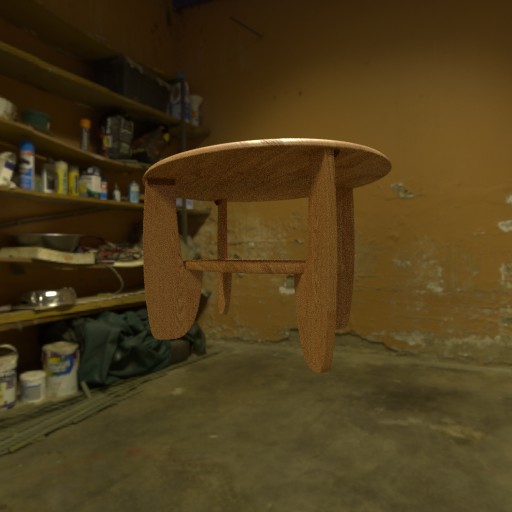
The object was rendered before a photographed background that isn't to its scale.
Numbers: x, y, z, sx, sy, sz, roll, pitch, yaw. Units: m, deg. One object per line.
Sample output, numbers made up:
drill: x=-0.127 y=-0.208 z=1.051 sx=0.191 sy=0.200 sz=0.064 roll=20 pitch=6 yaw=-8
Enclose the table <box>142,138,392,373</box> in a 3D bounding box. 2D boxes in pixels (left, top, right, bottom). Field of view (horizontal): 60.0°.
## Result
table: x=0.000 y=0.000 z=1.392 sx=0.690 sy=0.490 sz=1.040 roll=0 pitch=1 yaw=-17
